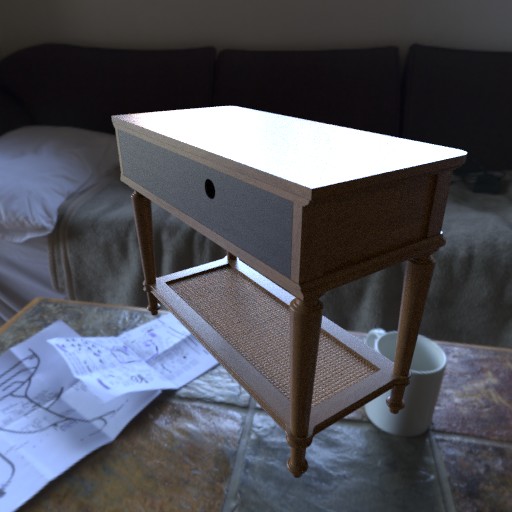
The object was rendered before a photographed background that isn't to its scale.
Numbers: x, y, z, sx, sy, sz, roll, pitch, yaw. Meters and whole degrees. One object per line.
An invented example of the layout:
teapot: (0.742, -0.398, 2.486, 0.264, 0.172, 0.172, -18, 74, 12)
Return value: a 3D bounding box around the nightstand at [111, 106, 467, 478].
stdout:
nightstand: (0.000, 0.000, 1.266, 0.432, 0.700, 0.914, -17, 30, -31)
